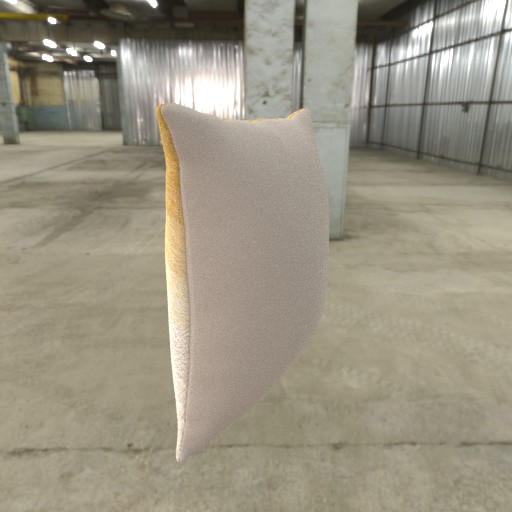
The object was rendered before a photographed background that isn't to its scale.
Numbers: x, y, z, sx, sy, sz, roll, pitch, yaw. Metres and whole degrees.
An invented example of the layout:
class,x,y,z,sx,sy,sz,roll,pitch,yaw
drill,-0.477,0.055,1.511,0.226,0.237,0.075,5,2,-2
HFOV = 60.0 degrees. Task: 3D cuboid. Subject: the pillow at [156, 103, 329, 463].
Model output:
class,x,y,z,sx,sy,sz,roll,pitch,yaw
pillow,0.000,0.000,0.702,0.211,0.450,0.450,8,19,24
